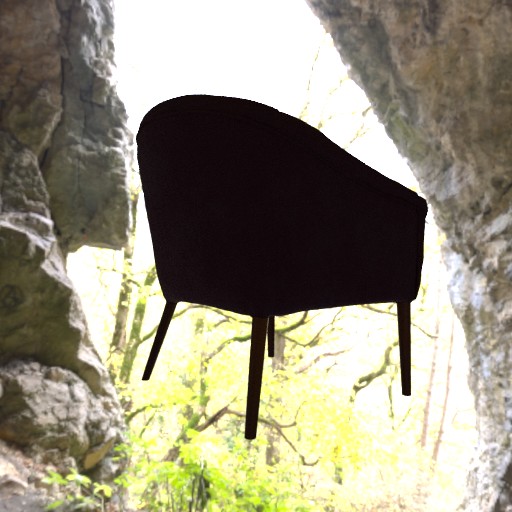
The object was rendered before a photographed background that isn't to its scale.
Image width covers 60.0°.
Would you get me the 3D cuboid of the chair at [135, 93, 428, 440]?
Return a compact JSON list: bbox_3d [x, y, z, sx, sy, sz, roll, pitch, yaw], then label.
[{"bbox_3d":[0.000,0.000,1.485,0.776,0.885,0.851,0,-1,-37],"label":"chair"}]
